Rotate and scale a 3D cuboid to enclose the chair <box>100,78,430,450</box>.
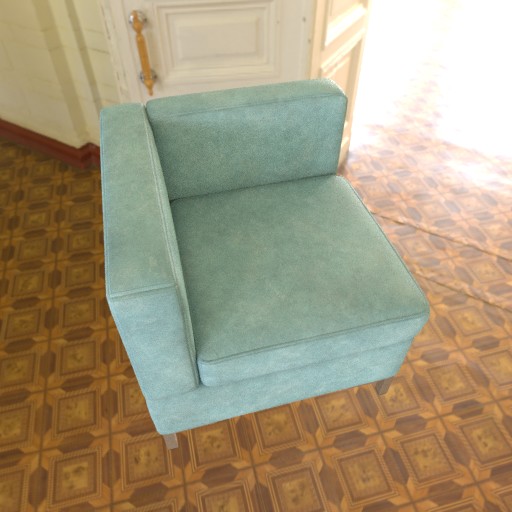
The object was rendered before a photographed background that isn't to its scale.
[{"bbox_3d":[0.000,0.000,1.209,0.684,0.660,0.691,-11,47,-10],"label":"chair"}]
